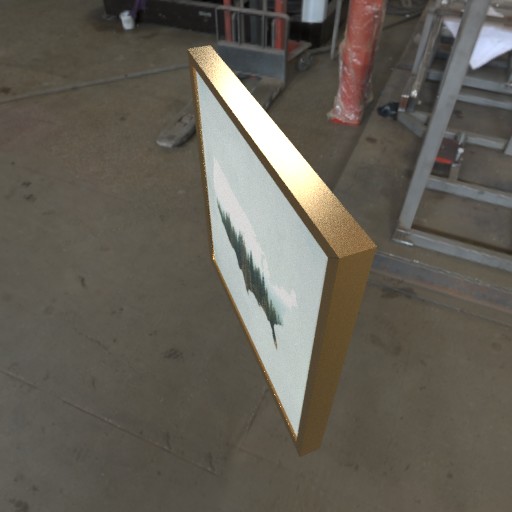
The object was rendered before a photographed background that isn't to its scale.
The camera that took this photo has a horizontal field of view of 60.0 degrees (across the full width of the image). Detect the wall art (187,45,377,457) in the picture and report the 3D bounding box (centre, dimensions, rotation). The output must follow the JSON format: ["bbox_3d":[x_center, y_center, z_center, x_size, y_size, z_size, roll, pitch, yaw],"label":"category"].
[{"bbox_3d":[0.000,0.000,0.758,0.040,0.509,0.509,-16,49,-15],"label":"wall art"}]
